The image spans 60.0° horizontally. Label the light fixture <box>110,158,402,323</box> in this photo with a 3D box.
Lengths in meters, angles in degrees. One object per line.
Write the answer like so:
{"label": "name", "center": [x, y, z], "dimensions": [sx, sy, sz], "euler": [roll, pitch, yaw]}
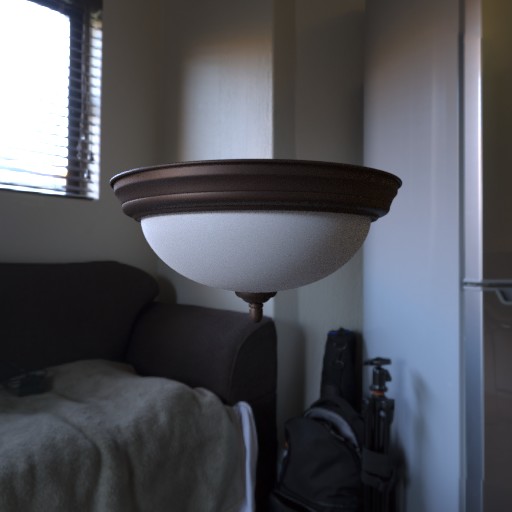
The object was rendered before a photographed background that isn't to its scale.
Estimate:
{"label": "light fixture", "center": [0.000, 0.000, 0.445], "dimensions": [0.280, 0.135, 0.280], "euler": [0, 0, 0]}
